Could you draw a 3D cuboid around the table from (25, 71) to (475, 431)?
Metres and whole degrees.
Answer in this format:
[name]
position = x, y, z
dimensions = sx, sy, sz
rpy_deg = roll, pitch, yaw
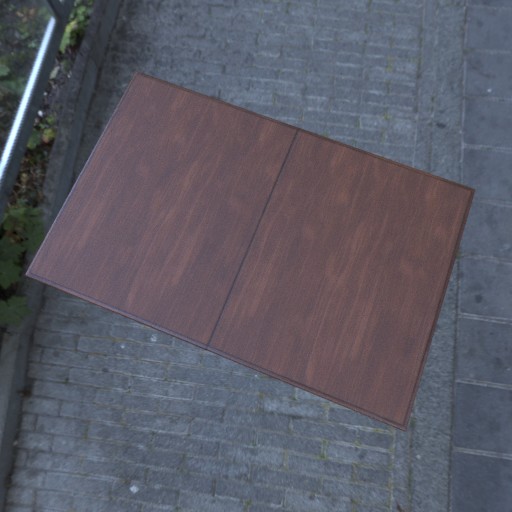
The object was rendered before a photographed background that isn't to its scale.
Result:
[table]
position = 0.000, 0.000, 2.111
dimensions = 1.524, 0.761, 0.990
rpy_deg = 21, 76, 6
